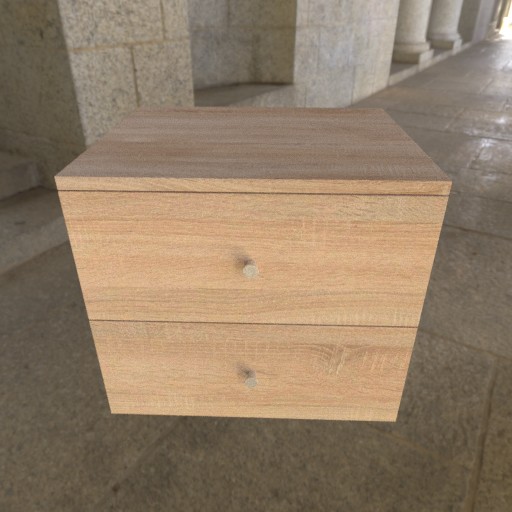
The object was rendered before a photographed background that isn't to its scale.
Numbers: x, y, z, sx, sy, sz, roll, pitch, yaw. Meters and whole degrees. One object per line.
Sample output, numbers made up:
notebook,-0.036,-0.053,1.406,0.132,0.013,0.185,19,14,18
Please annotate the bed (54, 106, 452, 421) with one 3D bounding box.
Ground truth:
bed,0.000,0.000,0.774,0.460,0.420,0.401,1,30,2
